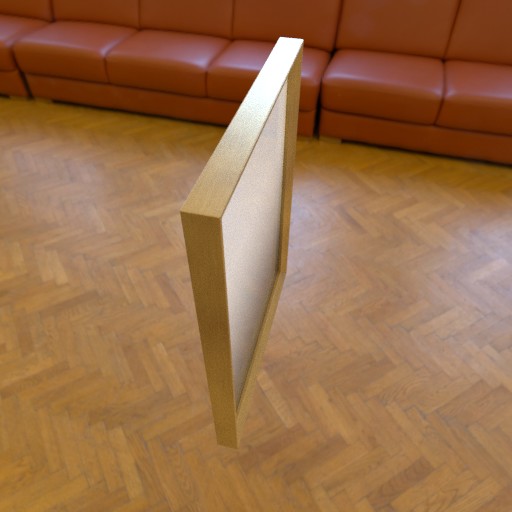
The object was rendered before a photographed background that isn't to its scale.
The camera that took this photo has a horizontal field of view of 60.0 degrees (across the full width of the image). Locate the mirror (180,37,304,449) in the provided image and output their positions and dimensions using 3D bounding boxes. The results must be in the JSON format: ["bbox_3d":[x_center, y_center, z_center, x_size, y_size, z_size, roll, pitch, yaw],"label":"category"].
[{"bbox_3d":[0.000,0.000,0.693,0.041,0.509,0.406,10,47,10],"label":"mirror"}]
